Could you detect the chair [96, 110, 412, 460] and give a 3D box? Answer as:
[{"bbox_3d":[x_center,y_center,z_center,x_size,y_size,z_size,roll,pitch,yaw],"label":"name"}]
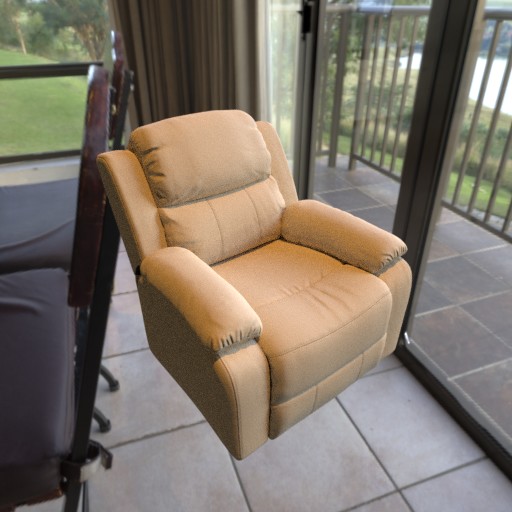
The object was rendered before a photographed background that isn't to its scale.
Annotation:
[{"bbox_3d":[0.000,0.000,1.288,0.680,0.702,0.709,-23,38,-33],"label":"chair"}]
